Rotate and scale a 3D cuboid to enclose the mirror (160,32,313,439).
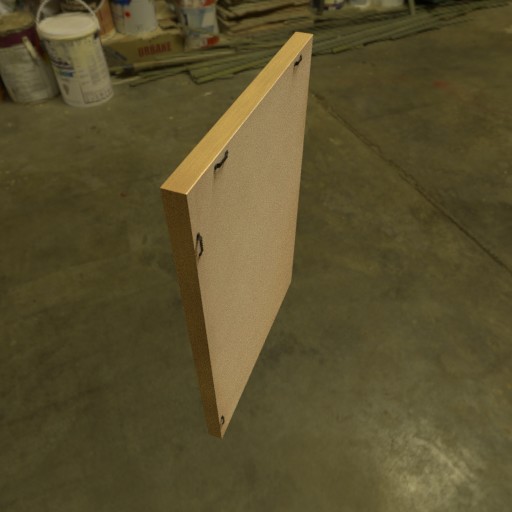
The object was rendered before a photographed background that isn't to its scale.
[{"bbox_3d":[0.000,0.000,0.922,0.039,0.710,0.507,16,49,15],"label":"mirror"}]
